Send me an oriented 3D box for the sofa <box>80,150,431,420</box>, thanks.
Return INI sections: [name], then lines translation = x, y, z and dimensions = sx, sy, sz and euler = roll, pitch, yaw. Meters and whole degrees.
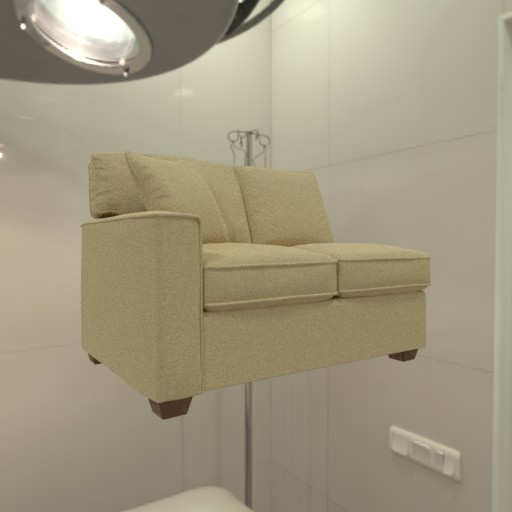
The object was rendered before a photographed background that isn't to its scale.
[sofa]
translation = 0.000, 0.000, 2.096
dimensions = 1.388, 0.989, 0.991
euler = -1, 2, -35
